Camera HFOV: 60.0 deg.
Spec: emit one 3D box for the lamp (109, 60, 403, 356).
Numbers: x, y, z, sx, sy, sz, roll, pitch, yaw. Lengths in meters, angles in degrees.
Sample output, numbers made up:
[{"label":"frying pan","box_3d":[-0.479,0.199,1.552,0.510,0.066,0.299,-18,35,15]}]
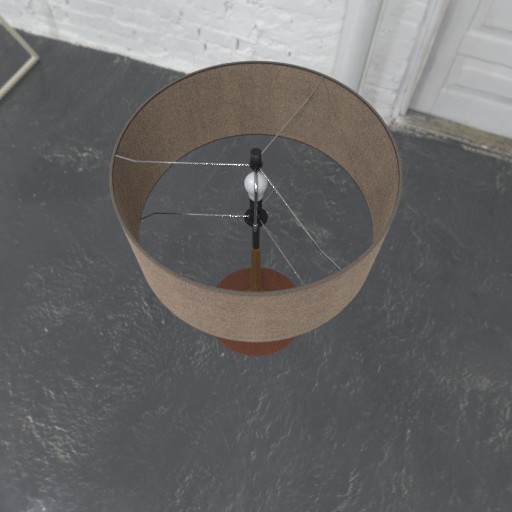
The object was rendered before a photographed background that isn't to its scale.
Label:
[{"label":"lamp","box_3d":[0.000,0.000,0.834,0.396,0.551,0.417,0,59,0]}]
